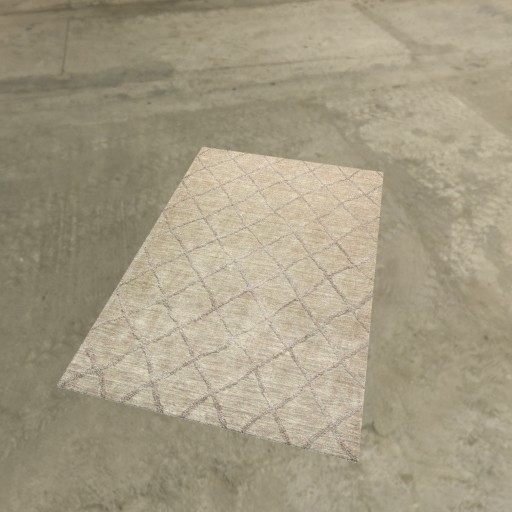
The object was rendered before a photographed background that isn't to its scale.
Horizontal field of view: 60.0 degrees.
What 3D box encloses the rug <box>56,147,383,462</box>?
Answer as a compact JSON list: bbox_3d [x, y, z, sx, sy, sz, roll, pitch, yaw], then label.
[{"bbox_3d":[0.000,0.000,2.891,1.521,0.015,2.280,10,47,10],"label":"rug"}]
